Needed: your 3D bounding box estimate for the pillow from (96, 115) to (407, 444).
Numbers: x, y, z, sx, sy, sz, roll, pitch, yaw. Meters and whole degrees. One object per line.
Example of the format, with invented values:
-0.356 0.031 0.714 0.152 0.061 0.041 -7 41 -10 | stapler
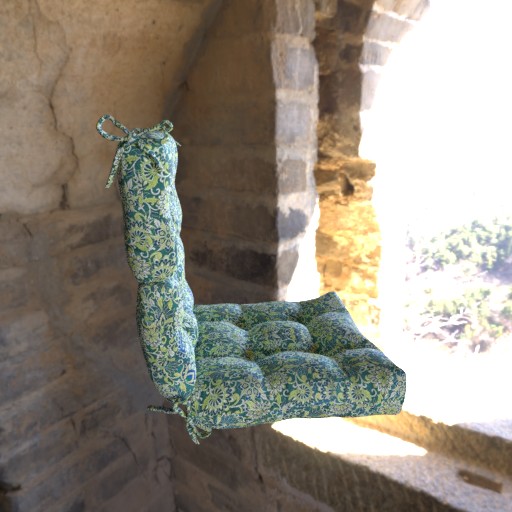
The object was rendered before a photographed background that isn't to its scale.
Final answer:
0.000 0.000 1.015 0.571 0.605 0.519 -2 16 -8 | pillow
